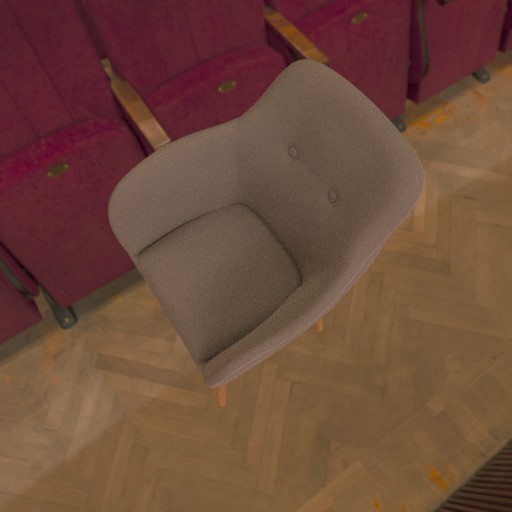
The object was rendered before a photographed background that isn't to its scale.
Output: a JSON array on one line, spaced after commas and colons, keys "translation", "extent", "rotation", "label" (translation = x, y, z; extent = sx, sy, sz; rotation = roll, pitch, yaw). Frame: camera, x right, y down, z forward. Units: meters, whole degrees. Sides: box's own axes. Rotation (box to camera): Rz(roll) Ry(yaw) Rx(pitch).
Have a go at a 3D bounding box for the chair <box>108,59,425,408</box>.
[{"translation": [0.000, 0.000, 1.225], "extent": [0.590, 0.830, 0.570], "rotation": [-31, 68, -14], "label": "chair"}]
